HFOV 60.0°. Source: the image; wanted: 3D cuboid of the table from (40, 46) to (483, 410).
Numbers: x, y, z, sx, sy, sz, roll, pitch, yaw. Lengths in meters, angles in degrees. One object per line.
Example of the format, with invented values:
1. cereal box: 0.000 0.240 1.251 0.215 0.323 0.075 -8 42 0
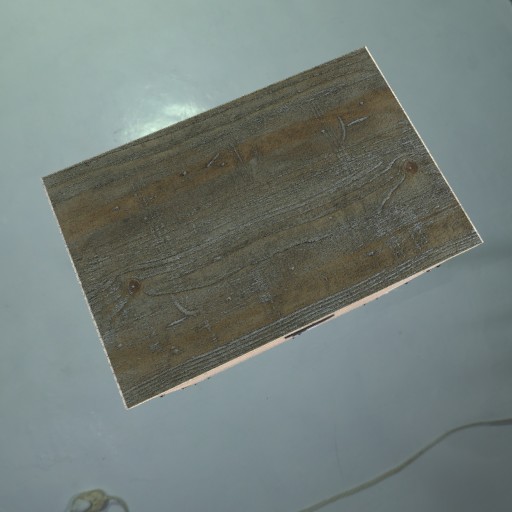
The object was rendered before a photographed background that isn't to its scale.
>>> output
1. table: 0.000 0.000 1.144 0.686 0.711 0.457 -24 78 -6
